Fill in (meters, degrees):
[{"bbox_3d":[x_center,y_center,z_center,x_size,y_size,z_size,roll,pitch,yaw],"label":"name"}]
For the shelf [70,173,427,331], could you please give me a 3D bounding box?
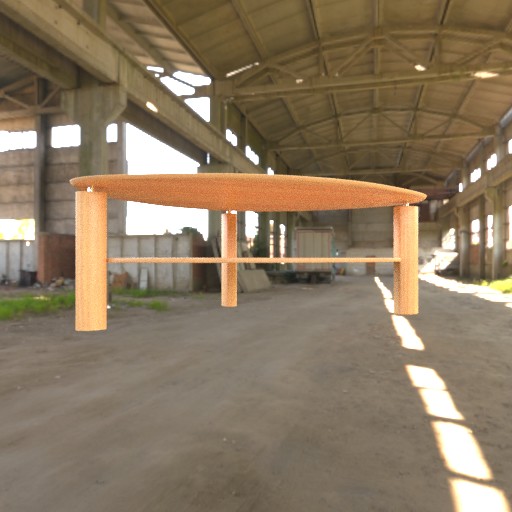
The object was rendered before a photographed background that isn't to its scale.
[{"bbox_3d":[0.000,0.000,1.624,1.246,0.440,0.845,0,0,-19],"label":"shelf"}]
